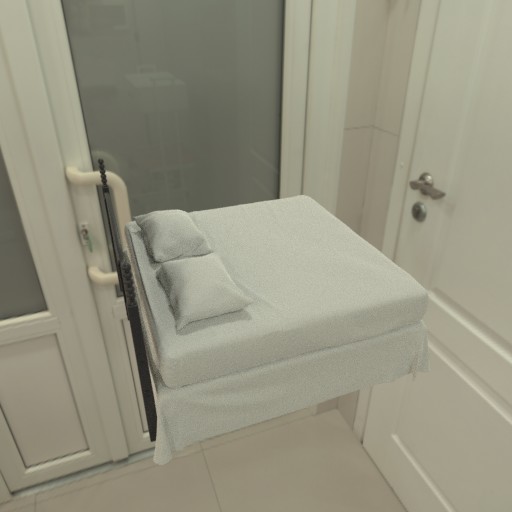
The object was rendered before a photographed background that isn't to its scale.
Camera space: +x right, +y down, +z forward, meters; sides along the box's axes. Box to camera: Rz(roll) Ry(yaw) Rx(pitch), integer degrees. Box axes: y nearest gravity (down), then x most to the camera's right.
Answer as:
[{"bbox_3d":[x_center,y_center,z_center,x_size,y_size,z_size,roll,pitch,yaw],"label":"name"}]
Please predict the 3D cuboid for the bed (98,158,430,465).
[{"bbox_3d":[0.000,0.000,3.695,2.219,1.355,2.322,-11,32,-18],"label":"bed"}]
